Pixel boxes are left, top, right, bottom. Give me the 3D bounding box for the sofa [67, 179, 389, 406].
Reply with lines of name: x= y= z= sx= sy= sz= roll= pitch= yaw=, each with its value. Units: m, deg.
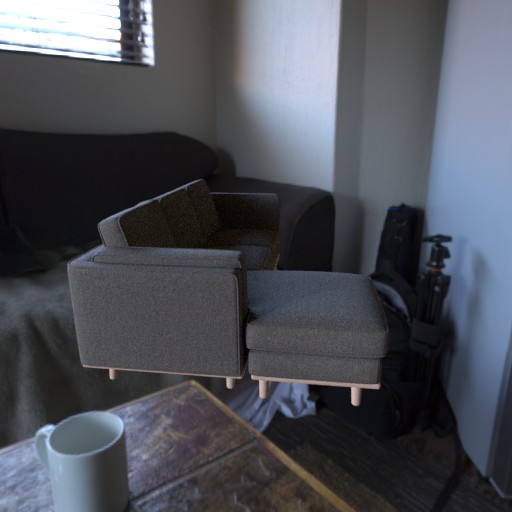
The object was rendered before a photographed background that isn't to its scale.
sofa: x=0.000 y=0.000 z=3.269 sx=1.604 sy=0.929 sz=2.411 roll=2 pitch=16 yaw=7
